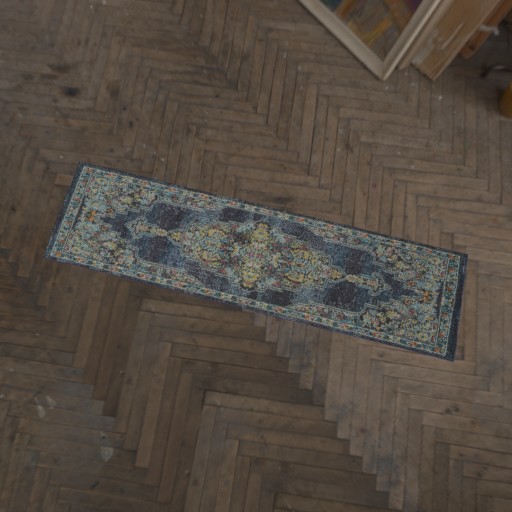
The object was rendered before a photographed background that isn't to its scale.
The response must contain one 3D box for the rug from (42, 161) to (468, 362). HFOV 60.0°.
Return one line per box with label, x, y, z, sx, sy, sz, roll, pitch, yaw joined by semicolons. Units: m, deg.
rug;0.000;0.000;2.447;2.283;0.016;0.602;14;76;3
